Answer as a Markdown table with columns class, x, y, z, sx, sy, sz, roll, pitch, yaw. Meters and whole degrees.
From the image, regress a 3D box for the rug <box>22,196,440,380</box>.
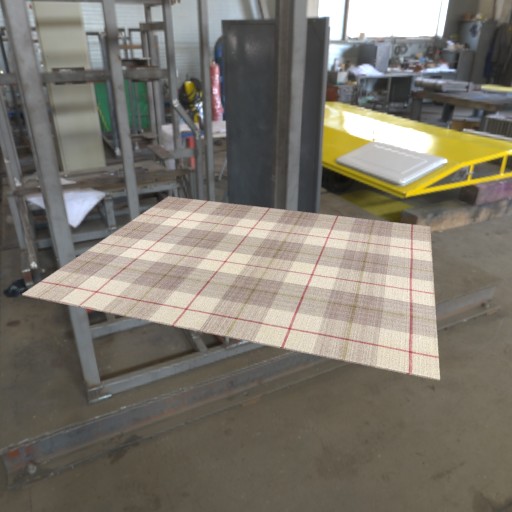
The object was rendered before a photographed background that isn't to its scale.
| class | x | y | z | sx | sy | sz | roll | pitch | yaw |
| --- | --- | --- | --- | --- | --- | --- | --- | --- | --- |
| rug | 0.000 | 0.000 | 3.921 | 2.959 | 0.016 | 2.317 | 8 | 28 | 16 |
